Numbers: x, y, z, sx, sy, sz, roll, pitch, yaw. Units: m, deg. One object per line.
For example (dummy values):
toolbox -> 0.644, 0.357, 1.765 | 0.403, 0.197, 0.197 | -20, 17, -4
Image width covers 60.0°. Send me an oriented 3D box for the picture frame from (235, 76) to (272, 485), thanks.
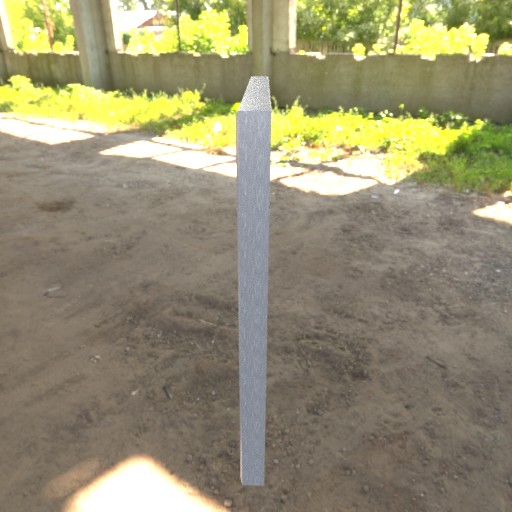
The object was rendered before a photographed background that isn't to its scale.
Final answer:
picture frame -> 0.000, 0.000, 0.531 | 0.027, 0.378, 0.327 | 0, 26, 1
